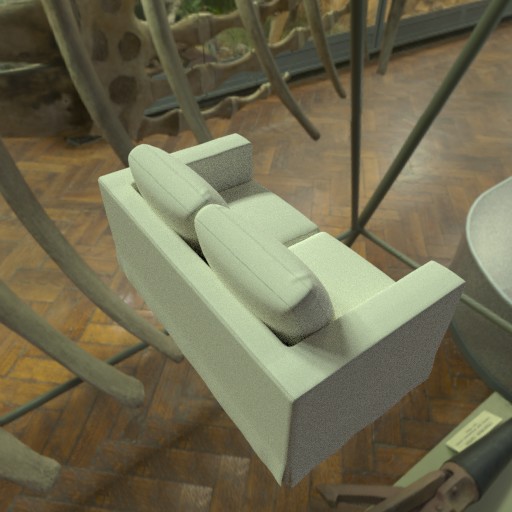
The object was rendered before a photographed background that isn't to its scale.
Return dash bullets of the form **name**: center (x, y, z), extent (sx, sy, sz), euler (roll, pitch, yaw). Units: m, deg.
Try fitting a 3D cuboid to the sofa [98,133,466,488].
- **sofa**: center (0.000, 0.000, 2.388), extent (1.009, 0.932, 1.813), euler (-26, 47, -26)
